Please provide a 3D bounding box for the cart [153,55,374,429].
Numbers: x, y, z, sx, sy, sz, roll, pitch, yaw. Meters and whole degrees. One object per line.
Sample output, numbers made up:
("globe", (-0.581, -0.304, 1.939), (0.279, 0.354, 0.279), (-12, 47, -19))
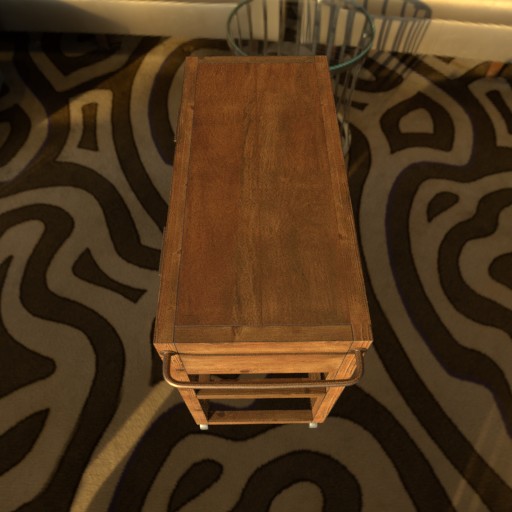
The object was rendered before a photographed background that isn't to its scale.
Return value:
("cart", (0.000, 0.000, 1.455), (0.445, 0.830, 1.065), (-1, 58, 0))
